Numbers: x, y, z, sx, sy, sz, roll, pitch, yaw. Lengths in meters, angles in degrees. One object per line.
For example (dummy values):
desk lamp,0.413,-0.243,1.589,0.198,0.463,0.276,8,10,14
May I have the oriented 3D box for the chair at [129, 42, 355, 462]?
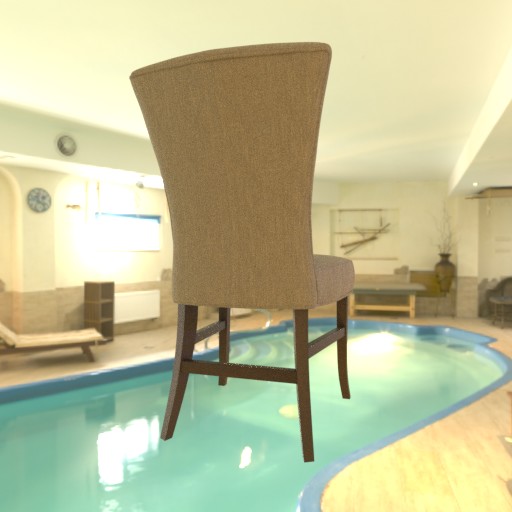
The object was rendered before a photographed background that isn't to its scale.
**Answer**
chair,0.000,0.000,1.319,0.520,0.991,0.660,0,1,18
